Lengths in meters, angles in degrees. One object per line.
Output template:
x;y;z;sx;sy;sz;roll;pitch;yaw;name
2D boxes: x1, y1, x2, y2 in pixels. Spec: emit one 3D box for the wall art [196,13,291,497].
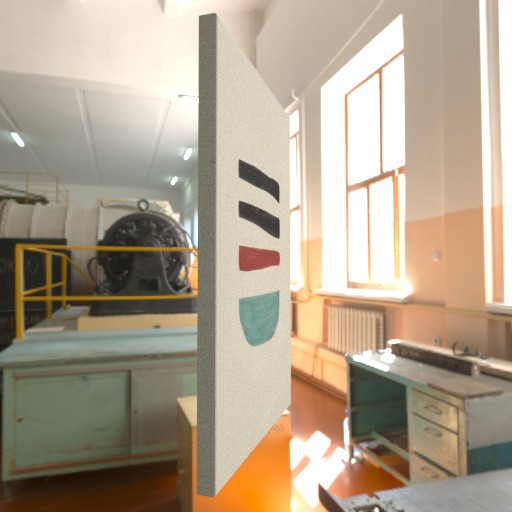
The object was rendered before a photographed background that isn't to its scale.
0.000;0.000;1.126;0.038;0.912;0.607;-1;-2;18;wall art
